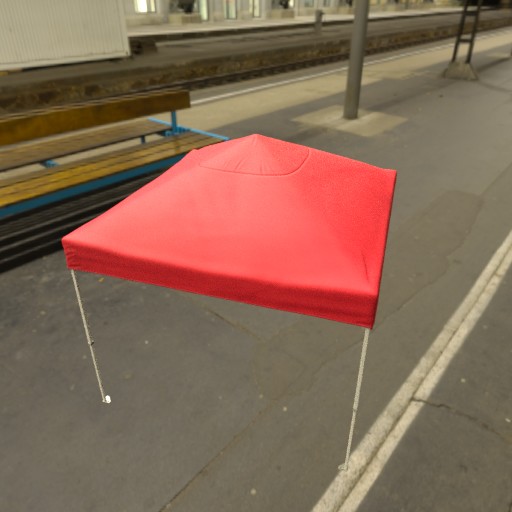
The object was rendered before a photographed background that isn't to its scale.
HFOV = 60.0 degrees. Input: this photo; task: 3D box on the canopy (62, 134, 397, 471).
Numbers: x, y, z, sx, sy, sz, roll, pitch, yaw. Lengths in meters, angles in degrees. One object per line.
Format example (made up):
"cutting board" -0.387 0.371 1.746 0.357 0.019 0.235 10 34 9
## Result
"canopy" 0.000 0.000 5.450 2.996 2.997 2.998 9 32 15
